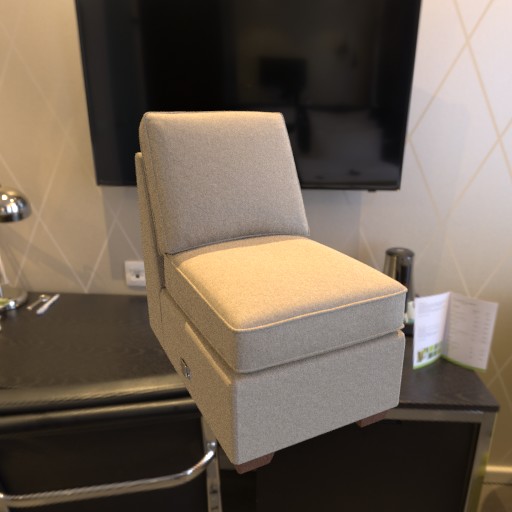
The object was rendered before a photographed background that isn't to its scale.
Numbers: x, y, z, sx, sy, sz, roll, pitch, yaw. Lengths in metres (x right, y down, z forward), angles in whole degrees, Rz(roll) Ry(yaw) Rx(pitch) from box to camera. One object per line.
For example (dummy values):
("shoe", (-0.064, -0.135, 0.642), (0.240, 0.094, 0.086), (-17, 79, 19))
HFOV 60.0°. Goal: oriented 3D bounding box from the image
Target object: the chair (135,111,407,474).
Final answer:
("chair", (0.000, 0.000, 1.708), (0.674, 1.058, 1.020), (-9, 20, -25))
